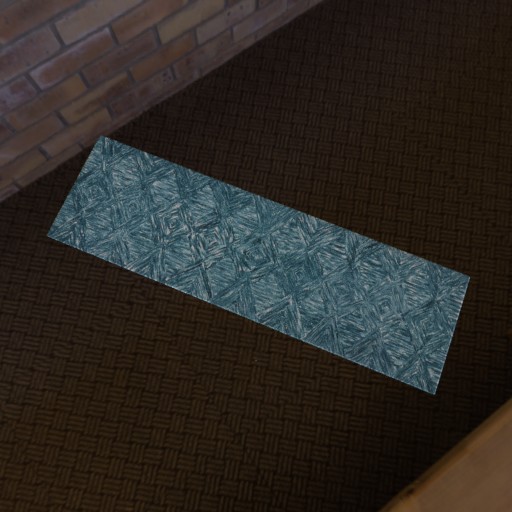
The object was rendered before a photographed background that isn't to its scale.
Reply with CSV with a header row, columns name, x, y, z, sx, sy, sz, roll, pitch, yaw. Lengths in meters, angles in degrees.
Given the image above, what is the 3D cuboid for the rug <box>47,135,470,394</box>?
name,x,y,z,sx,sy,sz,roll,pitch,yaw
rug,0.000,0.000,2.484,2.286,0.016,0.676,22,78,5
